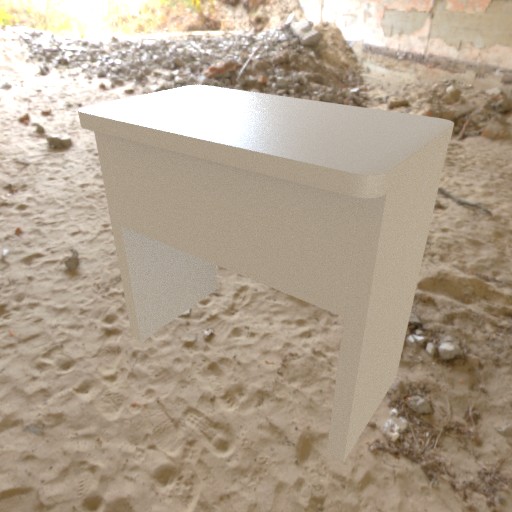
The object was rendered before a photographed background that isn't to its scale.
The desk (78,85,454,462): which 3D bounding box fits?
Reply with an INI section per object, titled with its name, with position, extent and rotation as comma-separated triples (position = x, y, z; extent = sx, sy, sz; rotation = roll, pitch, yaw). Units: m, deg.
[desk]
position = 0.000, 0.000, 1.223
extent = 0.790, 0.760, 0.446
rotation = 20, 36, 31
